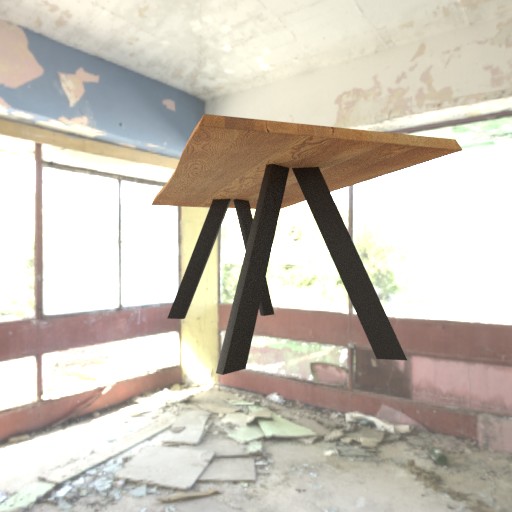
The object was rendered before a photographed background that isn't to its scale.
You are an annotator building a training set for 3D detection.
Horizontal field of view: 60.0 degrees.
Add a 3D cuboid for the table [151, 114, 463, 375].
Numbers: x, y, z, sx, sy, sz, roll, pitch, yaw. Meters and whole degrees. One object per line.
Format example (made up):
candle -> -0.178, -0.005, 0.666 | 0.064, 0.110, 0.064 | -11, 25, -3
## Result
table -> 0.000, 0.000, 2.210 | 0.900, 0.770, 1.800 | 0, -1, -17
